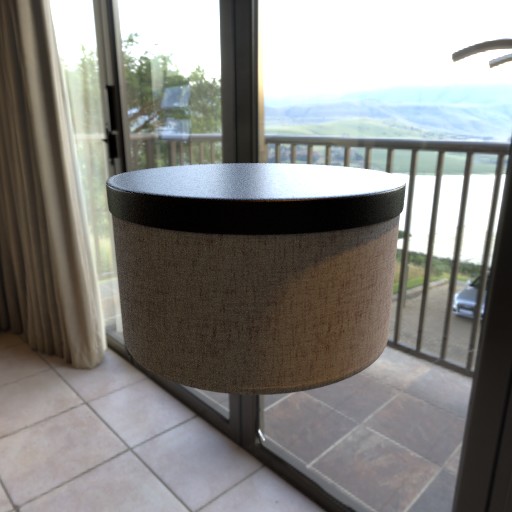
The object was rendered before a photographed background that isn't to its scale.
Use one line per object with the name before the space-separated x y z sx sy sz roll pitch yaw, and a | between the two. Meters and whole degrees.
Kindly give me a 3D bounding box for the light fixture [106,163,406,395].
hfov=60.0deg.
light fixture | 0.000 0.000 0.636 0.389 0.229 0.389 0 17 0
